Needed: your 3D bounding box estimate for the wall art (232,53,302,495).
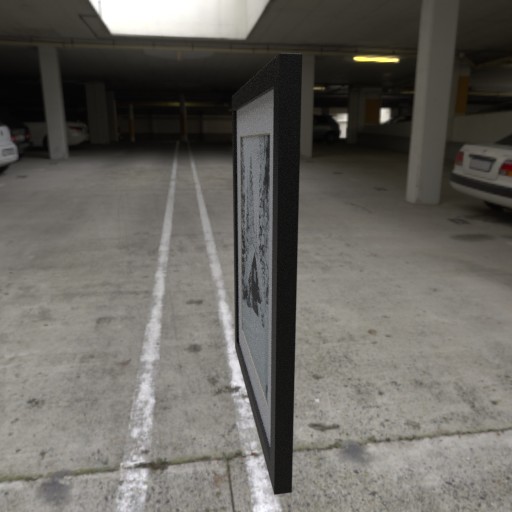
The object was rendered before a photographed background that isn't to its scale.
[{"bbox_3d":[0.000,0.000,0.539,0.018,0.397,0.325,-2,14,-9],"label":"wall art"}]
